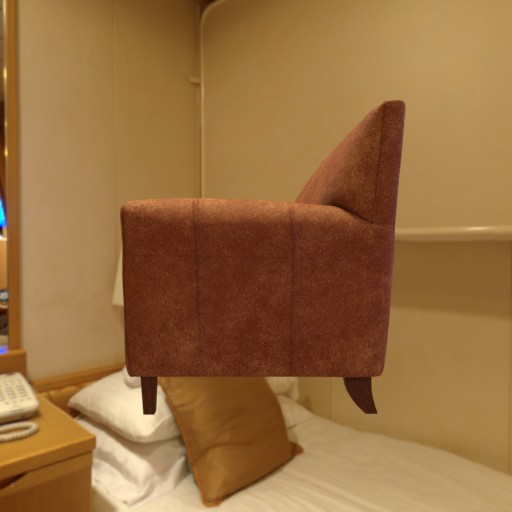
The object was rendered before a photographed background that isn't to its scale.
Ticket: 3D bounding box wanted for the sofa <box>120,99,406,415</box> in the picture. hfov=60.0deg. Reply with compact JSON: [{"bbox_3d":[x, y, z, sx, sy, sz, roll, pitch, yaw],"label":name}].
[{"bbox_3d":[0.000,0.000,1.915,0.787,0.871,1.473,0,1,-1],"label":"sofa"}]
